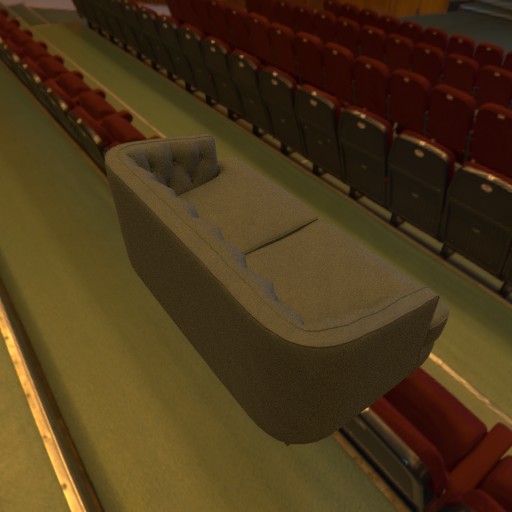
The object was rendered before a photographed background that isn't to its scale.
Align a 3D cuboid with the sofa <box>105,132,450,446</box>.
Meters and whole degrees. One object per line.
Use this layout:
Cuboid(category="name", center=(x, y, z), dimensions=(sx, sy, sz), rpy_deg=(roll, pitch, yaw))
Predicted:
Cuboid(category="sofa", center=(0.000, 0.000, 2.291), dimensions=(0.941, 0.855, 1.733), rpy_deg=(-27, 48, -26))
